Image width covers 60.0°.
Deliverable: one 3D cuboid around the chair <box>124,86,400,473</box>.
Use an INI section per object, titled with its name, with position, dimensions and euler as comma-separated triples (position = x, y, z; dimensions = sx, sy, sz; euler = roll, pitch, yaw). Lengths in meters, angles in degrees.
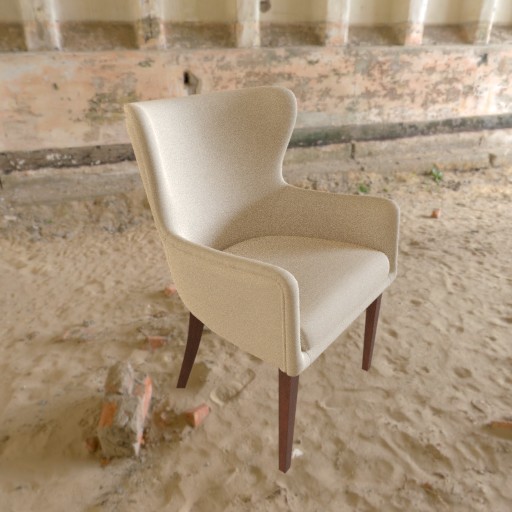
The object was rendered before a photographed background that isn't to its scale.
[chair]
position = 0.000, 0.000, 1.464
dimensions = 0.744, 0.990, 0.696
euler = 19, 32, 33
